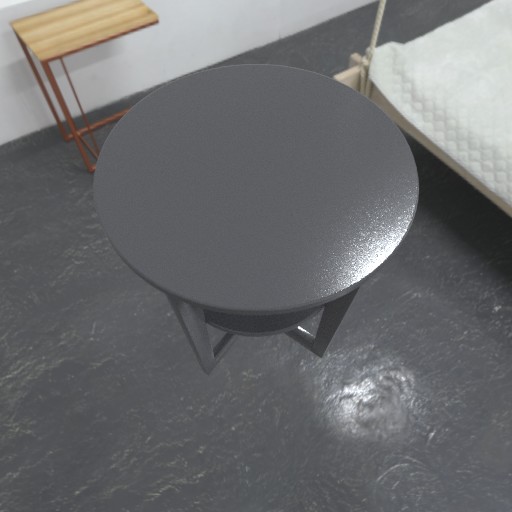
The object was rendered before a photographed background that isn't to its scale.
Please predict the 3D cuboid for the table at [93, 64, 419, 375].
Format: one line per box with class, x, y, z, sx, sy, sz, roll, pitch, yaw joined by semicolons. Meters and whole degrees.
table;0.000;0.000;0.926;0.500;0.550;0.500;0;58;0
